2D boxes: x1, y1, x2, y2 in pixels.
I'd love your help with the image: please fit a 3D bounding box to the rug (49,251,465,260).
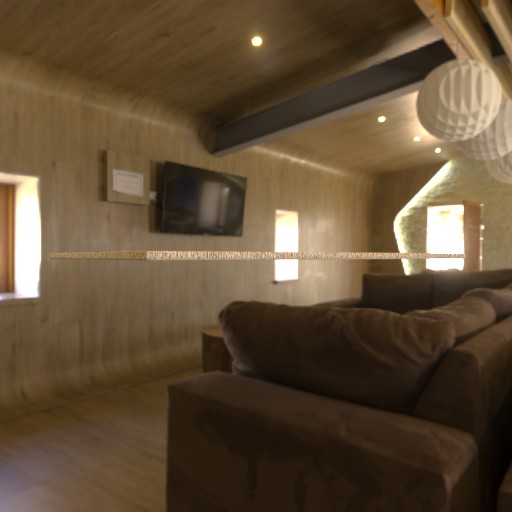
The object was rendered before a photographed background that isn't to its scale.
[{"bbox_3d":[0.000,0.000,2.113,1.600,0.025,1.199,0,0,-36],"label":"rug"}]
